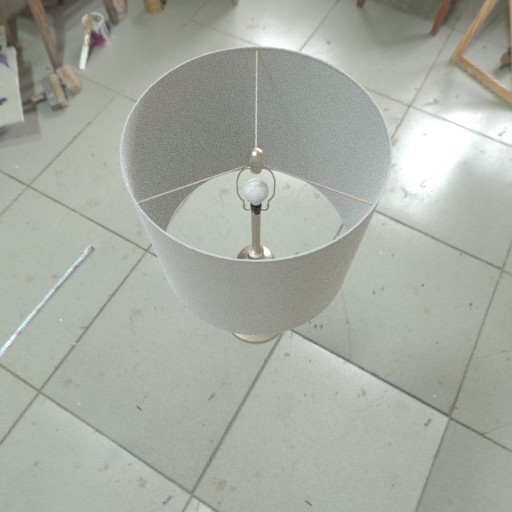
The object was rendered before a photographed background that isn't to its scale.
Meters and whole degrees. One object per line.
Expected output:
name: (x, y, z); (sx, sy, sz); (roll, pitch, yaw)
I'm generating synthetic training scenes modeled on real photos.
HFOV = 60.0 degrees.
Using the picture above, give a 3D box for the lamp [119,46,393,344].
lamp: (0.000, 0.000, 0.691); (0.277, 0.538, 0.277); (0, 64, 0)
